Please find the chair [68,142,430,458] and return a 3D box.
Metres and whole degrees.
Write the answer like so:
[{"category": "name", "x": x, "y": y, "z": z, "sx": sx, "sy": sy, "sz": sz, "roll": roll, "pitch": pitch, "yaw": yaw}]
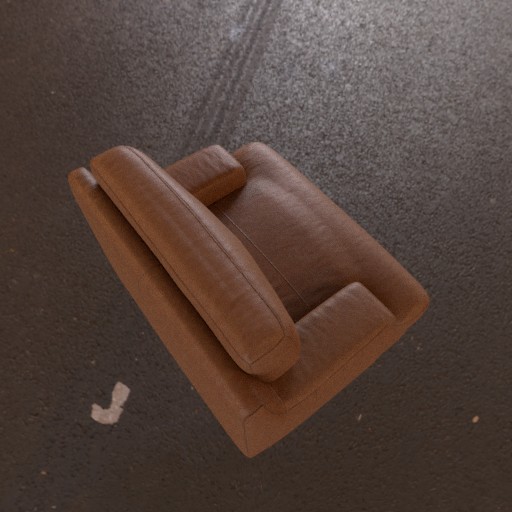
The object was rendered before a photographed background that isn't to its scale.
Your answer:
[{"category": "chair", "x": 0.000, "y": 0.000, "z": 1.973, "sx": 1.050, "sy": 0.978, "sz": 1.276, "roll": -33, "pitch": 64, "yaw": -19}]
